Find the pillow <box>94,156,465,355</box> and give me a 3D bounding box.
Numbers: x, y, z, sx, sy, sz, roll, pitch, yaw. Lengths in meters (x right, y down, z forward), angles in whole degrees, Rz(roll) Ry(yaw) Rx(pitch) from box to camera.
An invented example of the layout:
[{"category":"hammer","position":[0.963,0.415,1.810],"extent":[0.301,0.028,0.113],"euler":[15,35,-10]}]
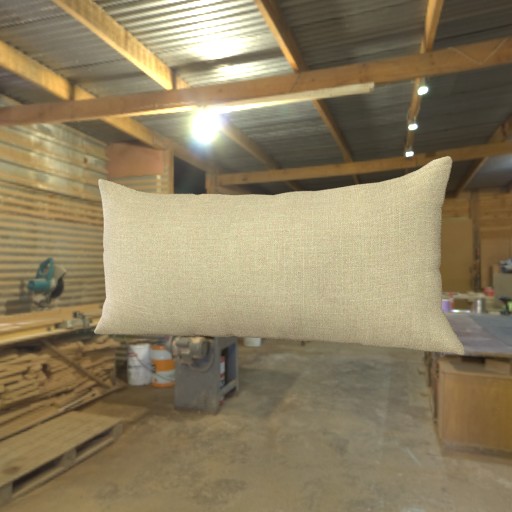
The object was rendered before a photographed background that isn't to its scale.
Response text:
[{"category":"pillow","position":[0.000,0.000,0.735],"extent":[0.631,0.290,0.148],"euler":[0,-1,18]}]
